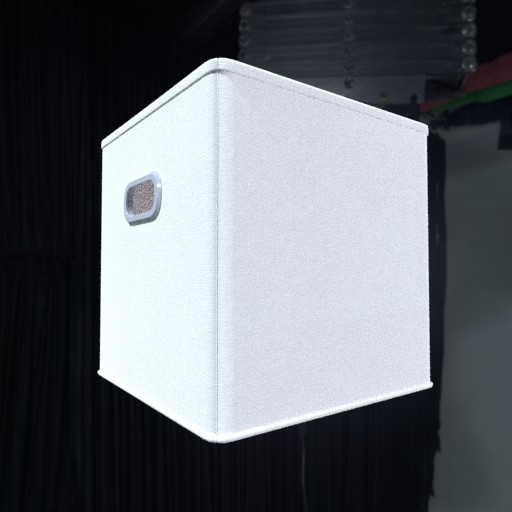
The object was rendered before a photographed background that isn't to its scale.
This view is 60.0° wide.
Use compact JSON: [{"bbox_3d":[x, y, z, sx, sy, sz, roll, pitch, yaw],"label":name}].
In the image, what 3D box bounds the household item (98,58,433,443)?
[{"bbox_3d":[0.000,0.000,0.554,0.305,0.305,0.305,1,-2,-36],"label":"household item"}]
